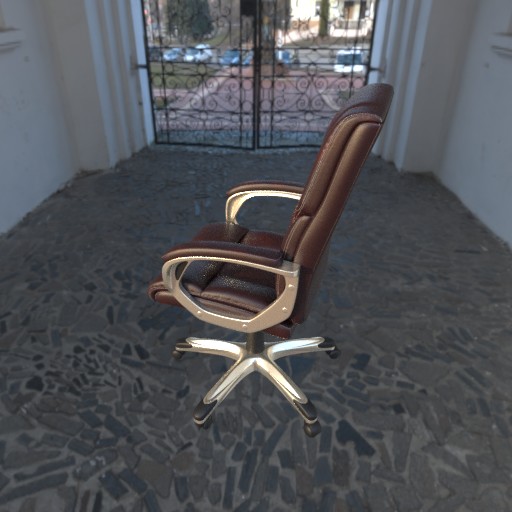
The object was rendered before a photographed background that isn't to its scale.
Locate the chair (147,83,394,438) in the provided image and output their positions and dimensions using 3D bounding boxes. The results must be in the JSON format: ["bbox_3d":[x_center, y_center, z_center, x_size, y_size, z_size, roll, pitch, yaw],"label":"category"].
[{"bbox_3d":[0.000,0.000,1.513,0.739,1.107,0.662,9,31,16],"label":"chair"}]
